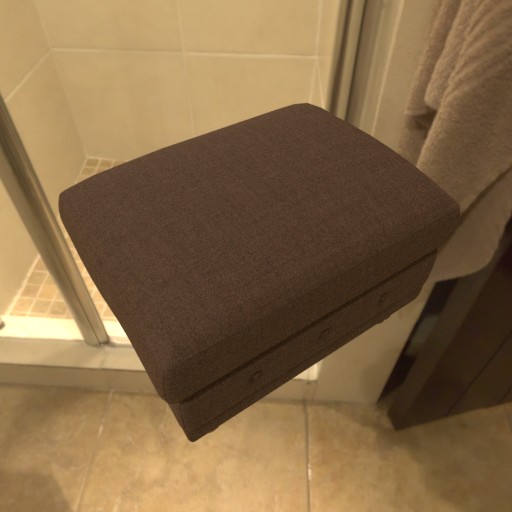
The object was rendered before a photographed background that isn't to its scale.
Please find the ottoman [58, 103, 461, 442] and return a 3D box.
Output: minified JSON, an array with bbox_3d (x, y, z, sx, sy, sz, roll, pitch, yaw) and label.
[{"bbox_3d":[0.000,0.000,1.195,0.809,0.555,0.599,-26,53,-22],"label":"ottoman"}]
